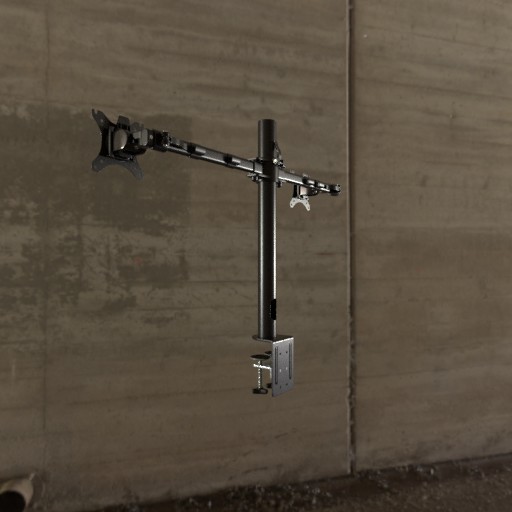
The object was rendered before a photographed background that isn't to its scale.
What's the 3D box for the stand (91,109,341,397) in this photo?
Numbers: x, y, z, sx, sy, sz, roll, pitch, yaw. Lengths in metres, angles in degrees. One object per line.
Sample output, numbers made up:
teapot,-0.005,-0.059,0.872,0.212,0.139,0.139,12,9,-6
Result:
stand,0.000,0.000,1.012,0.150,0.603,0.743,-1,-1,37
